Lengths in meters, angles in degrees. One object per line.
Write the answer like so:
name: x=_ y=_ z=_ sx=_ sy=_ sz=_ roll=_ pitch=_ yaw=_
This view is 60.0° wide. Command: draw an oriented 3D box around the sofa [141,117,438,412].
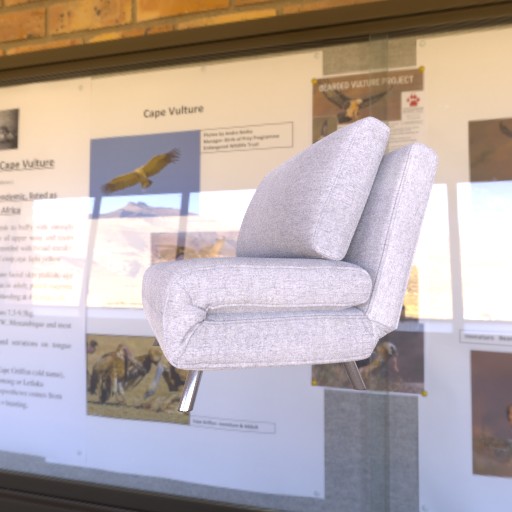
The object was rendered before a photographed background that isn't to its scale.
sofa: x=0.000 y=0.000 z=1.908 sx=0.910 sy=0.910 sz=1.220 roll=0 pitch=-2 yaw=-17
